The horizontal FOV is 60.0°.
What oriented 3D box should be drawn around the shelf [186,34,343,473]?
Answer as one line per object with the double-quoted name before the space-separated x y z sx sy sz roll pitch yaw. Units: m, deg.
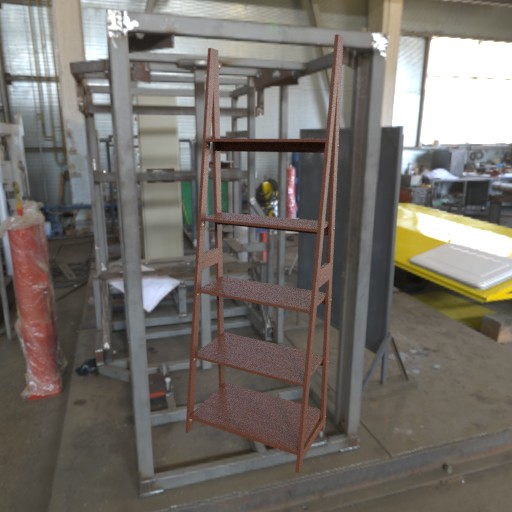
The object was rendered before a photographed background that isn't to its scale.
"shelf" 0.000 0.000 1.953 0.600 1.770 0.350 8 17 26
